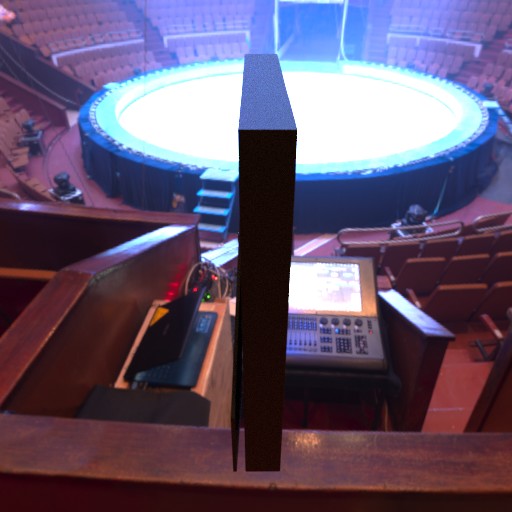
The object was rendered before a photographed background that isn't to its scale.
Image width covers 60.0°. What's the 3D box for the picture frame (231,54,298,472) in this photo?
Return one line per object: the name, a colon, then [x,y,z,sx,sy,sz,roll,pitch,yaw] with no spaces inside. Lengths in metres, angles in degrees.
picture frame: [0.000,0.000,0.276,0.028,0.208,0.157,0,33,0]
